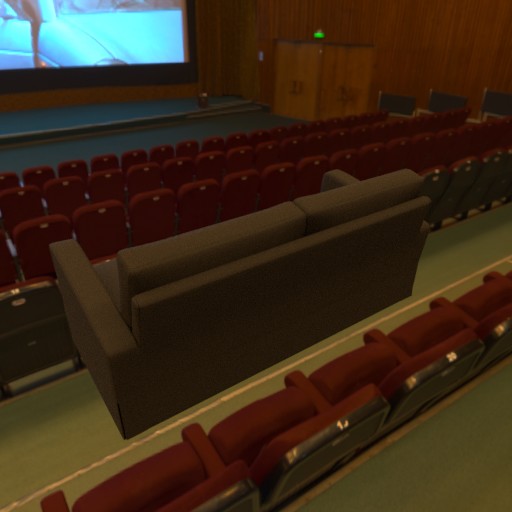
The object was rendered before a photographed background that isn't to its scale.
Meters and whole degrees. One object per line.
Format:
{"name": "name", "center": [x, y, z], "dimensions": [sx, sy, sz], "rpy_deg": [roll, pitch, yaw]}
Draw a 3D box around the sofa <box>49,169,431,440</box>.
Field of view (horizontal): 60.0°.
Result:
{"name": "sofa", "center": [0.000, 0.000, 2.359], "dimensions": [1.852, 0.839, 0.898], "rpy_deg": [-19, 35, -29]}
